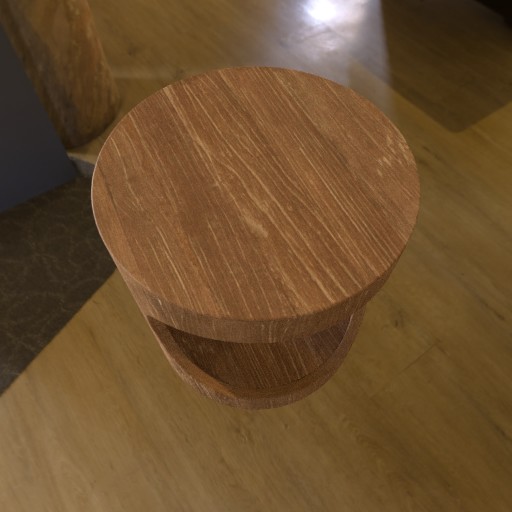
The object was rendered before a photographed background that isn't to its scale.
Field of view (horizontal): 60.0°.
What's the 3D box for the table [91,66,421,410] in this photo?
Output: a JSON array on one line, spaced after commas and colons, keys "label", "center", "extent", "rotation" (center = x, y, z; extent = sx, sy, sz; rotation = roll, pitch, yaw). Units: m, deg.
[{"label": "table", "center": [0.000, 0.000, 0.957], "extent": [0.527, 0.551, 0.527], "rotation": [0, 59, 0]}]
